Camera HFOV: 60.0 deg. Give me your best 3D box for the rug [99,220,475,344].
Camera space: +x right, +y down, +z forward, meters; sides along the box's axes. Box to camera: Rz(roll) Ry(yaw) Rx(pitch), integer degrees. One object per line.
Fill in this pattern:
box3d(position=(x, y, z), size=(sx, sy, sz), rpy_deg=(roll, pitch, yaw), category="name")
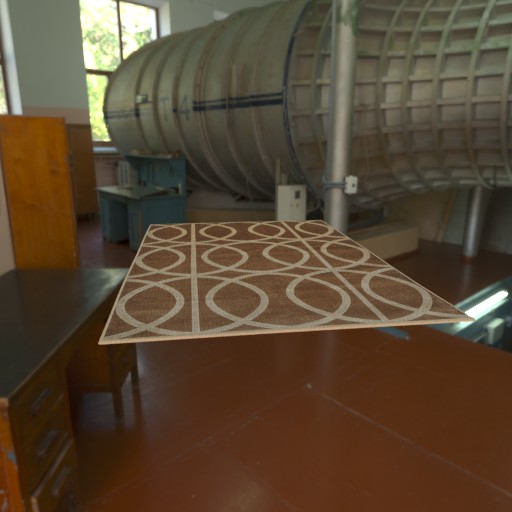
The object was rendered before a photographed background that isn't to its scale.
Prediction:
box3d(position=(0.000, 0.000, 2.833), size=(1.526, 0.014, 2.290), rpy_deg=(-2, 15, -8), category="rug")
